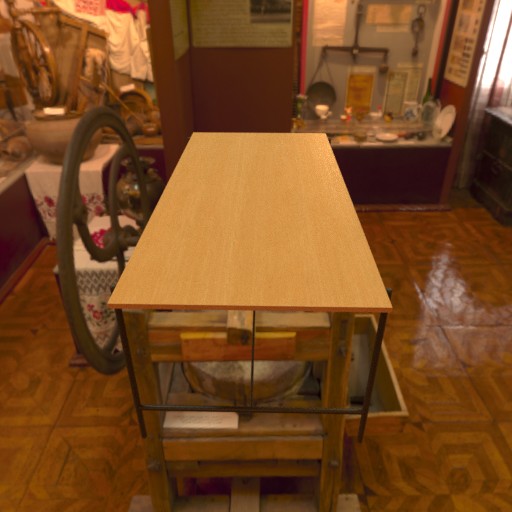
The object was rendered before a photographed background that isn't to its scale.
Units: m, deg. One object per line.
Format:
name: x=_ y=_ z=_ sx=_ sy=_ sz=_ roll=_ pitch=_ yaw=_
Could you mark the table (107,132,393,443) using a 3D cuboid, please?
table: x=0.000 y=0.000 z=2.288 sx=0.900 sy=0.758 sz=1.800 roll=1 pitch=32 yaw=1
